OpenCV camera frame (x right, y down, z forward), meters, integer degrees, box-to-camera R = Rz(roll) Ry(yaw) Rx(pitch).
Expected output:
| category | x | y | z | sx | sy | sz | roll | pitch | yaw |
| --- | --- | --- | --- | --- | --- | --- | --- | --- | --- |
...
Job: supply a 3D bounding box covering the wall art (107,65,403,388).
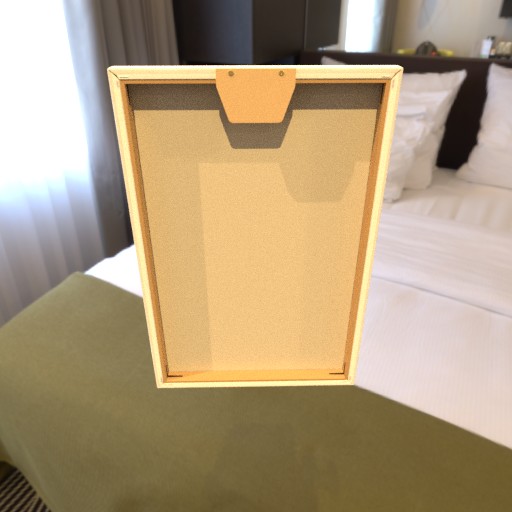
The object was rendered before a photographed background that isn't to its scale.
| category | x | y | z | sx | sy | sz | roll | pitch | yaw |
| --- | --- | --- | --- | --- | --- | --- | --- | --- | --- |
| wall art | 0.000 | 0.000 | 1.139 | 0.602 | 0.902 | 0.048 | -1 | 30 | -1 |
